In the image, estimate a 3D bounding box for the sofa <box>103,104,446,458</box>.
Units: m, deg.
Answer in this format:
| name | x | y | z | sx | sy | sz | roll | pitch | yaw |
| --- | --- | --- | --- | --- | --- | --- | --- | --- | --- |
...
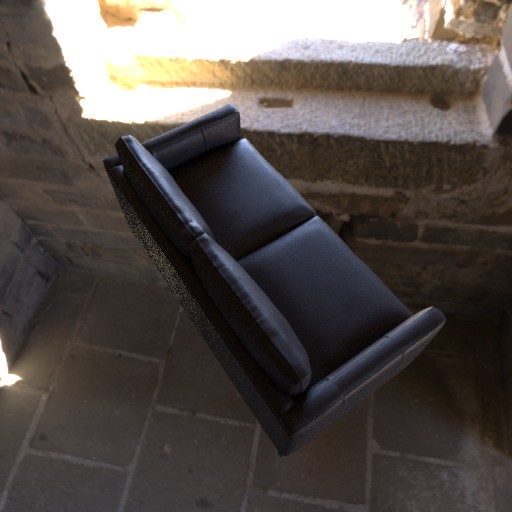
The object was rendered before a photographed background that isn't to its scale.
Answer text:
| name | x | y | z | sx | sy | sz | roll | pitch | yaw |
| --- | --- | --- | --- | --- | --- | --- | --- | --- | --- |
| sofa | 0.000 | 0.000 | 2.400 | 0.947 | 0.883 | 1.805 | -32 | 63 | -19 |
